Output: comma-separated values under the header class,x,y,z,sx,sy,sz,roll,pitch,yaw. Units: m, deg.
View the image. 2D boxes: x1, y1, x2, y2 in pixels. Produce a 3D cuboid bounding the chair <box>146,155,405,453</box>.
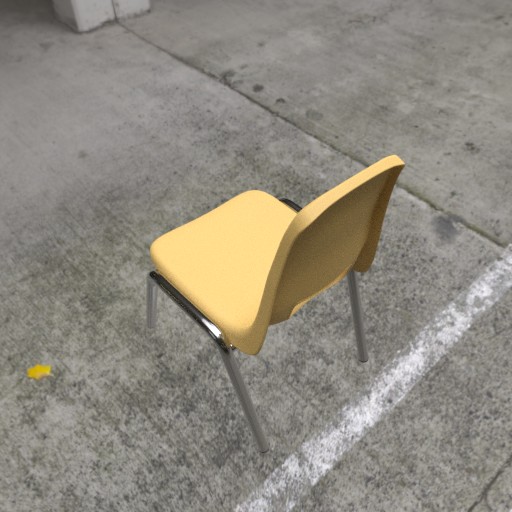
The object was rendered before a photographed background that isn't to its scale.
class,x,y,z,sx,sy,sz,roll,pitch,yaw
chair,0.000,0.000,0.847,0.354,0.586,0.423,-32,54,-27
